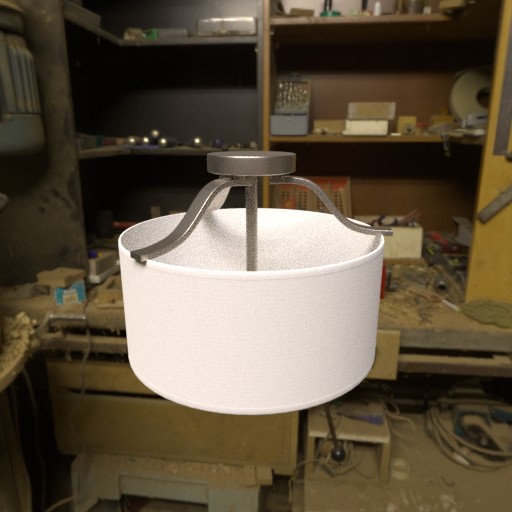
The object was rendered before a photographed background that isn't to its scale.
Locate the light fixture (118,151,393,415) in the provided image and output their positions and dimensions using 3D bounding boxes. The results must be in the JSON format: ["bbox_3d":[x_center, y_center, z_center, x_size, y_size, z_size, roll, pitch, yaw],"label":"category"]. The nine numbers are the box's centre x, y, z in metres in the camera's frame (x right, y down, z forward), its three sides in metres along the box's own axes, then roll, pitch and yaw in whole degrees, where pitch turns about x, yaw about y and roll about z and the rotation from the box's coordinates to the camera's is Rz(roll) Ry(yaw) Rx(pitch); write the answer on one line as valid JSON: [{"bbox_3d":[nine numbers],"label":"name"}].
[{"bbox_3d":[0.000,0.000,0.672,0.395,0.304,0.395,0,17,0],"label":"light fixture"}]
